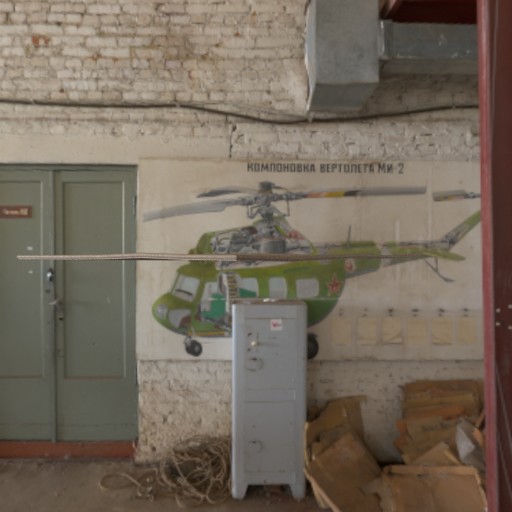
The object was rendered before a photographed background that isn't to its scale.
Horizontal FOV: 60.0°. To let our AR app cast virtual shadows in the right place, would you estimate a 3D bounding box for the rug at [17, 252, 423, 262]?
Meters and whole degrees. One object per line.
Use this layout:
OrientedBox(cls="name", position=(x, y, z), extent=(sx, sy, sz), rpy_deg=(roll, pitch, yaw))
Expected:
OrientedBox(cls="rug", position=(0.000, 0.000, 3.002), extent=(1.553, 0.053, 2.430), rpy_deg=(0, 0, 35))
